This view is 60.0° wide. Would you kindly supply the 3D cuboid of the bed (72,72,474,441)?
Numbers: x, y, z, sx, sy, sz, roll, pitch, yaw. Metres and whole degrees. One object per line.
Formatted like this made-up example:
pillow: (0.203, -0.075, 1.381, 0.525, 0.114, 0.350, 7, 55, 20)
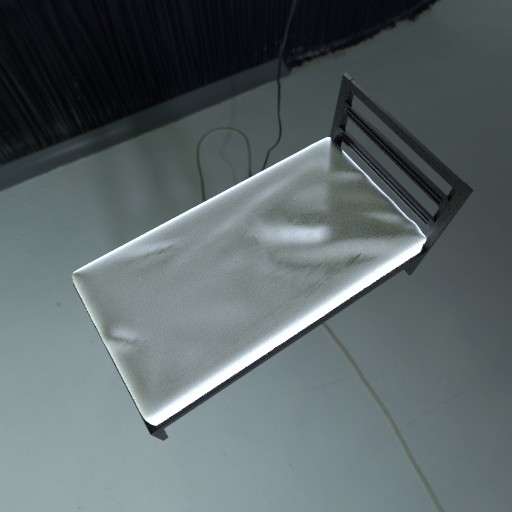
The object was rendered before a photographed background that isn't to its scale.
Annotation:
bed: (0.000, 0.000, 2.550, 1.930, 0.967, 0.991, -30, 67, -15)
